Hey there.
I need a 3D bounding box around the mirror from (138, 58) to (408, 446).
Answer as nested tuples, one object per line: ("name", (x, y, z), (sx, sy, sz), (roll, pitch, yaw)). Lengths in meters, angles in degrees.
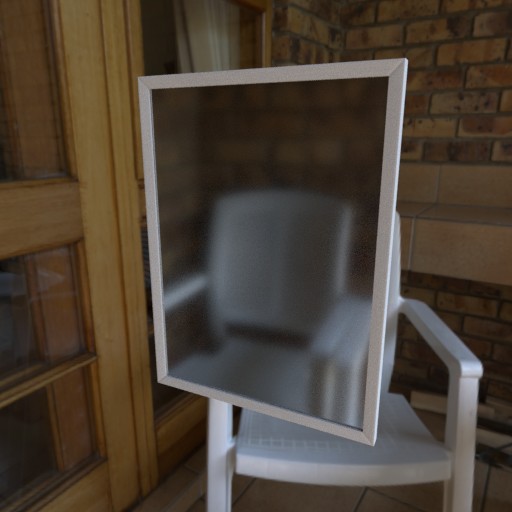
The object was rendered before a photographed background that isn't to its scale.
("mirror", (0.000, 0.000, 1.300), (0.762, 1.016, 0.040), (7, 17, 25))
